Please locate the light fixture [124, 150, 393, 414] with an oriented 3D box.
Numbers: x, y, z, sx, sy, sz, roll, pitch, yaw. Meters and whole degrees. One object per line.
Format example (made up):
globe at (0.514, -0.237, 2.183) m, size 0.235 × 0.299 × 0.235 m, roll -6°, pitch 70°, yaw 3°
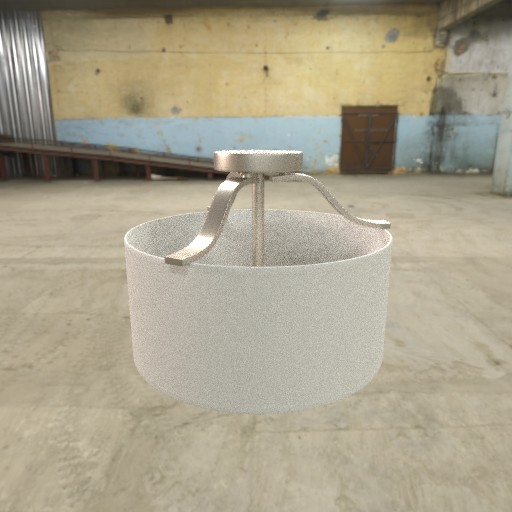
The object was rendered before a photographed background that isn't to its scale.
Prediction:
light fixture at (0.000, 0.000, 0.661) m, size 0.395 × 0.304 × 0.395 m, roll 0°, pitch 15°, yaw 0°
